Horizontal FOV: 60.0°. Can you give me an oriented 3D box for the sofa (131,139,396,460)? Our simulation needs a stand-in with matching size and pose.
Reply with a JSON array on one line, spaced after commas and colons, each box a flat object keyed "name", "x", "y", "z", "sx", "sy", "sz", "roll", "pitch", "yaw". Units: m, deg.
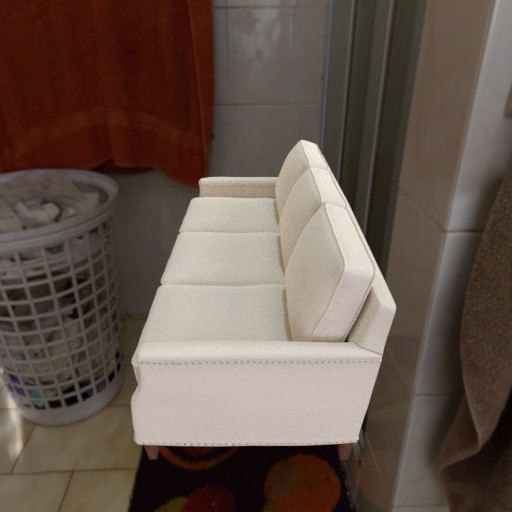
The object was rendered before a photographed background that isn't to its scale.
[{"name": "sofa", "x": 0.000, "y": 0.000, "z": 2.770, "sx": 1.084, "sy": 1.003, "sz": 2.246, "roll": 0, "pitch": 28, "yaw": 0}]
